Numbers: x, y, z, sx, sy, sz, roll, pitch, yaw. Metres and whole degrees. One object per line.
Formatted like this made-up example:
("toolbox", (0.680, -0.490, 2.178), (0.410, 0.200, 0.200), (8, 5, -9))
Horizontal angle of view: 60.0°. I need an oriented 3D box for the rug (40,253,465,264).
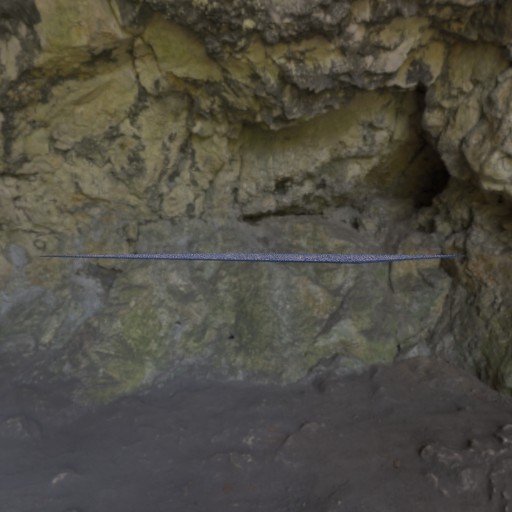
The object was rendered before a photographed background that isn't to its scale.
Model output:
("rug", (0.000, 0.000, 4.049), (3.048, 0.010, 2.438), (1, 1, 36))
